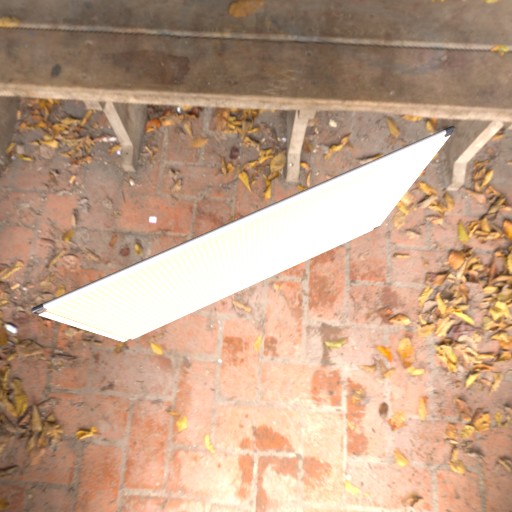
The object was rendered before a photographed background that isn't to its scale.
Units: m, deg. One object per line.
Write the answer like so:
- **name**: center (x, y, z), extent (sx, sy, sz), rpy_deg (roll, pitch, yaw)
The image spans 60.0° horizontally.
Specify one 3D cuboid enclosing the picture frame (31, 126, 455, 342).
- **picture frame**: center (0.000, 0.000, 1.139), extent (0.900, 0.600, 0.010), rpy_deg (-24, 75, -7)
